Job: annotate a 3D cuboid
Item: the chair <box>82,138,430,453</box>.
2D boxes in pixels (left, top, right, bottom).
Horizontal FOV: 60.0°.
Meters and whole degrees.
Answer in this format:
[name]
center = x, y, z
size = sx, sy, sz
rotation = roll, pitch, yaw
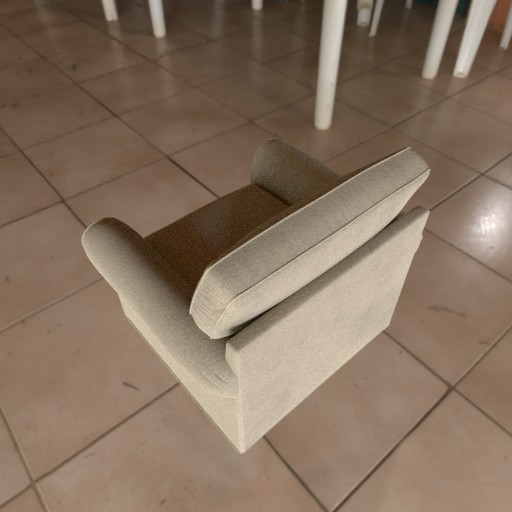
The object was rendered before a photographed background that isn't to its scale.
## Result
[chair]
center = 0.000, 0.000, 1.918
size = 1.147, 1.044, 0.939
rotation = -32, 54, -27
